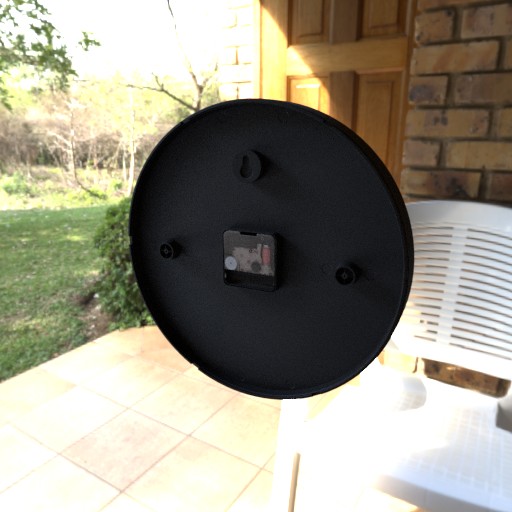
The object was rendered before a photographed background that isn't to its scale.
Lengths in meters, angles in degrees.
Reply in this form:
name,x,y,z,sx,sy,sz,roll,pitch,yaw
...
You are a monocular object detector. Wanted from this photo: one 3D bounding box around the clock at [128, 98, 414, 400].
name,x,y,z,sx,sy,sz,roll,pitch,yaw
clock,0.000,0.000,0.438,0.293,0.293,0.040,8,17,25
